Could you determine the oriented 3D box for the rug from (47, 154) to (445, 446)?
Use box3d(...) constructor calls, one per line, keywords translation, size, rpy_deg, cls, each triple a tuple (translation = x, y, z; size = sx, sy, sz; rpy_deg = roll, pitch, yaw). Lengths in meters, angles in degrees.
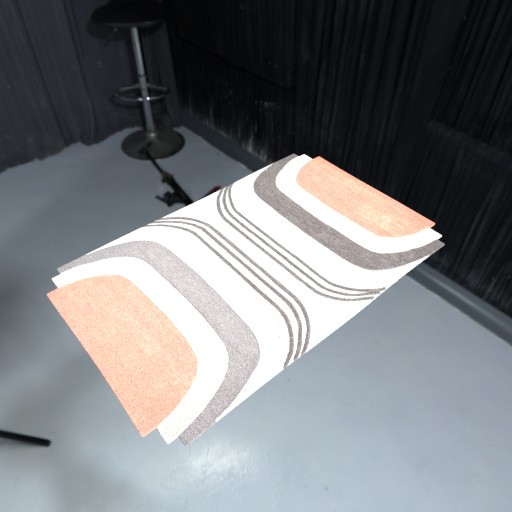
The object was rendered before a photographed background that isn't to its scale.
box3d(translation=(0.000, 0.000, 3.017), size=(2.446, 0.017, 1.530), rpy_deg=(-31, 53, -27), cls="rug")
